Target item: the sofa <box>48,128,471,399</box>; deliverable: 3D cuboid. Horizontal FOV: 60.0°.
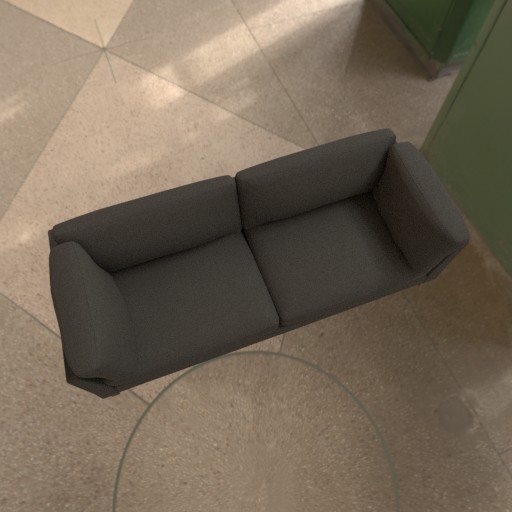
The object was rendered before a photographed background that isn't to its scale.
[{"bbox_3d":[0.000,0.000,2.730,2.312,0.792,0.969,-18,64,-9],"label":"sofa"}]
